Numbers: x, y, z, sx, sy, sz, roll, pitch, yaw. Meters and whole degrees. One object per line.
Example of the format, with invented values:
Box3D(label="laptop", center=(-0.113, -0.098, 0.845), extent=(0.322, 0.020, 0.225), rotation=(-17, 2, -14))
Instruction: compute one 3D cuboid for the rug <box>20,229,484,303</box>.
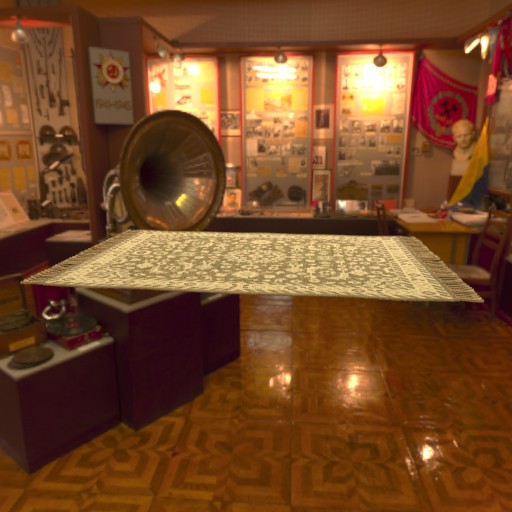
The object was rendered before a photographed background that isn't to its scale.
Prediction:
Box3D(label="rug", center=(0.000, 0.000, 3.007), extent=(2.431, 0.025, 1.530), rotation=(2, 15, 7))
